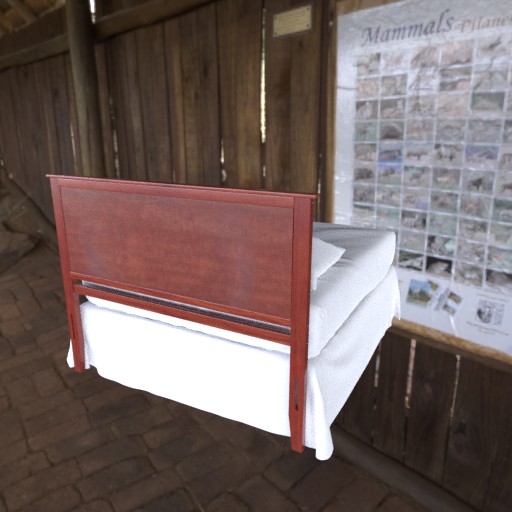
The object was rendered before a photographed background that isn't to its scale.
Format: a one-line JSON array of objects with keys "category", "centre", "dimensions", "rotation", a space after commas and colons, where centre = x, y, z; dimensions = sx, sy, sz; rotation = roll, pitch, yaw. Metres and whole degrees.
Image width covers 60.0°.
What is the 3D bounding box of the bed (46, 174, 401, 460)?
[{"category": "bed", "centre": [0.000, 0.000, 3.204], "dimensions": [1.870, 1.270, 2.050], "rotation": [9, 19, 27]}]
